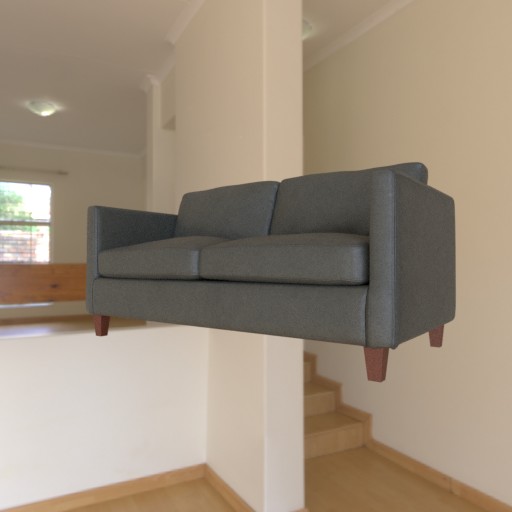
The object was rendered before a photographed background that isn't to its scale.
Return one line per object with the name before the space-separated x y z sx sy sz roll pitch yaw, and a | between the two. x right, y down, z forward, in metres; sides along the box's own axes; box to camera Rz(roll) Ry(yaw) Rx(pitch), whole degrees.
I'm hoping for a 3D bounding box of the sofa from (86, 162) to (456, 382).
sofa | 0.000 0.000 2.449 1.883 0.933 0.951 -1 -1 36
